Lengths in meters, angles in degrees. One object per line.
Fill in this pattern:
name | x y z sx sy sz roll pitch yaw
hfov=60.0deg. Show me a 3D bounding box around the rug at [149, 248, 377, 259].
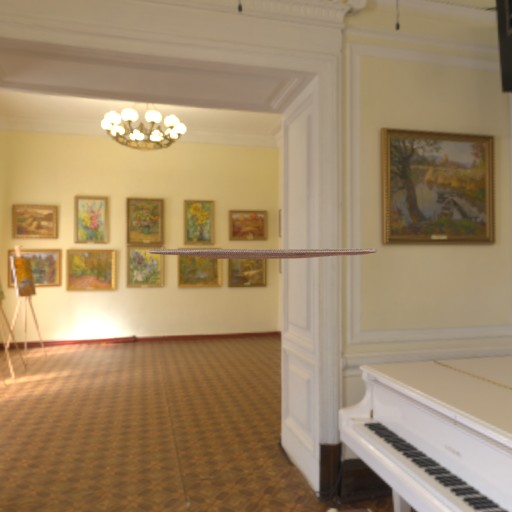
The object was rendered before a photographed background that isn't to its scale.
rug | 0.000 0.000 2.629 0.744 0.022 2.419 0 -1 -1
